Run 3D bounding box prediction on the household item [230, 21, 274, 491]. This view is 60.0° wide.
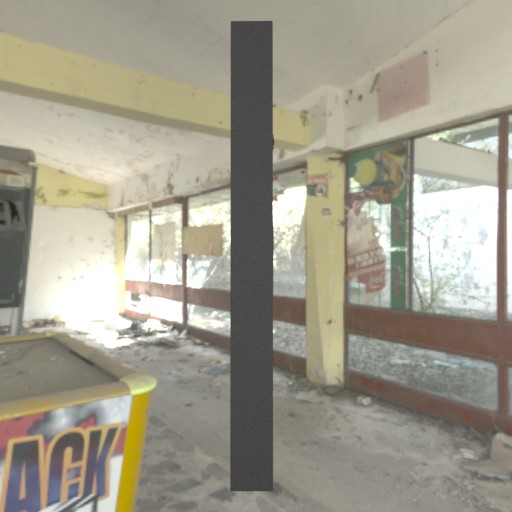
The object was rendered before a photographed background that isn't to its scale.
[{"bbox_3d":[0.000,0.000,0.233,0.022,0.178,0.133,0,0,0],"label":"household item"}]
